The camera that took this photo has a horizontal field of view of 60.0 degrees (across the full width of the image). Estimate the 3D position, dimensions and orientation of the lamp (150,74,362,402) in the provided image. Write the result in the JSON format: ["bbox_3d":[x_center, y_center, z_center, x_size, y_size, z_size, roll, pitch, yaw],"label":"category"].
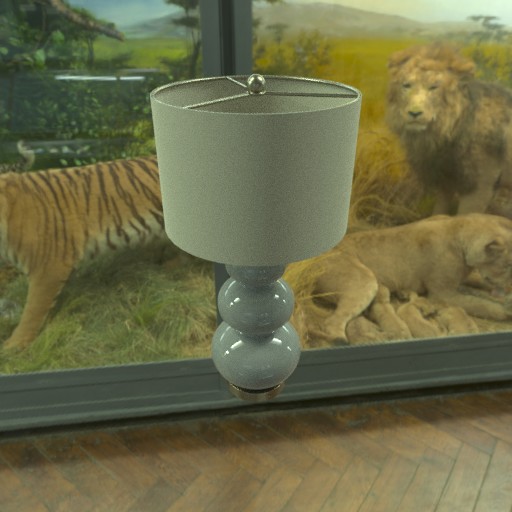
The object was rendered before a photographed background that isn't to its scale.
[{"bbox_3d":[0.000,0.000,0.952,0.367,0.730,0.367,-21,36,-32],"label":"lamp"}]
